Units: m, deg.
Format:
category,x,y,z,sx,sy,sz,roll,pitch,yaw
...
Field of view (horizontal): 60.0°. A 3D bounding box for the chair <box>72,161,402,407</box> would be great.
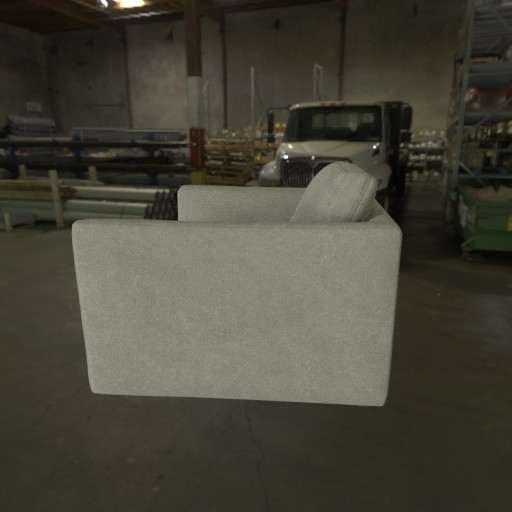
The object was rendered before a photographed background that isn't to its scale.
category,x,y,z,sx,sy,sz,roll,pitch,yaw
chair,0.000,0.000,1.986,1.091,0.845,1.190,2,15,8
